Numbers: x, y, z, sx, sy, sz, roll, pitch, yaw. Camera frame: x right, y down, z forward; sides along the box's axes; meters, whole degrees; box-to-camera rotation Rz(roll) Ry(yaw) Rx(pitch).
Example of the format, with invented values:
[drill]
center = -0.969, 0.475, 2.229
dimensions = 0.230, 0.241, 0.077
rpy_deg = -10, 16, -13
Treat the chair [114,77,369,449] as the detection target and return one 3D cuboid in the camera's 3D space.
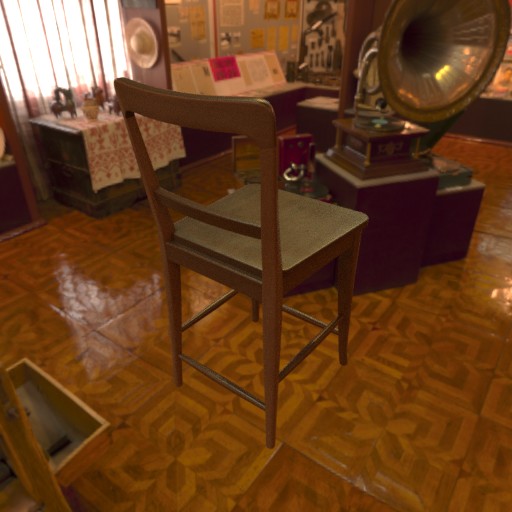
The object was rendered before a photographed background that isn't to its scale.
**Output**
[chair]
center = 0.000, 0.000, 1.283
dimensions = 0.450, 0.991, 0.546
rpy_deg = 21, 36, 32
